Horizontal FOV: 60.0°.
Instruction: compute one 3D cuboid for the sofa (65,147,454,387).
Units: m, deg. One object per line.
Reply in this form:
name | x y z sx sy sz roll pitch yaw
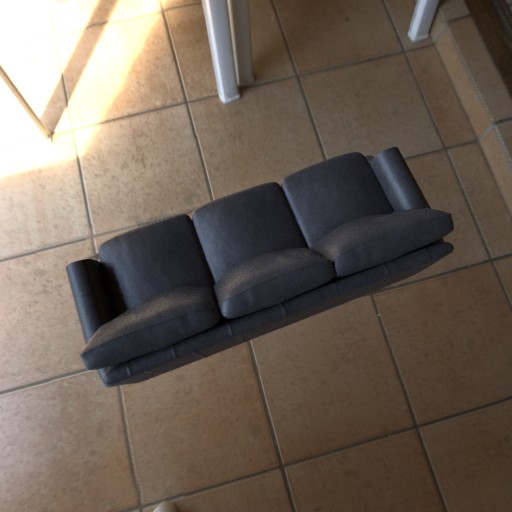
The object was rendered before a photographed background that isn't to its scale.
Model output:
sofa | 0.000 0.000 2.965 2.387 0.977 0.974 -20 77 -5
